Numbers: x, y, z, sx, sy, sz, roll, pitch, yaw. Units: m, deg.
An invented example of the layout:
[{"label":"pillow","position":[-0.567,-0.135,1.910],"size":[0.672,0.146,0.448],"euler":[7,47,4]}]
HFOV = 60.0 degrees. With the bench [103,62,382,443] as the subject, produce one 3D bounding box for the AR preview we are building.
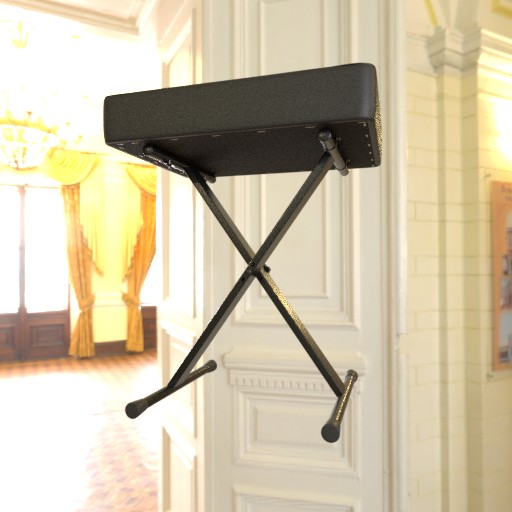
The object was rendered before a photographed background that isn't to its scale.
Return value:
[{"label":"bench","position":[0.000,0.000,0.784],"size":[0.424,0.500,0.321],"euler":[0,-1,17]}]
